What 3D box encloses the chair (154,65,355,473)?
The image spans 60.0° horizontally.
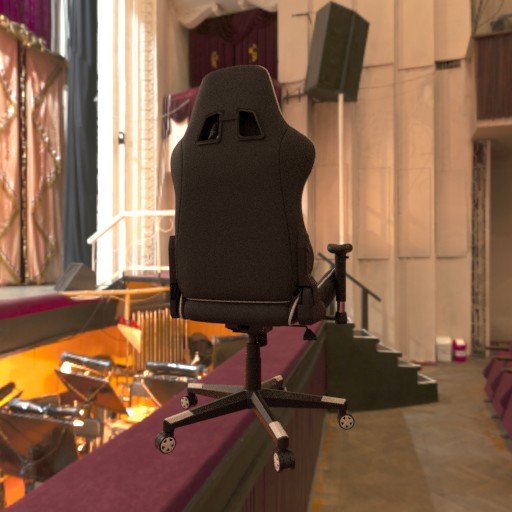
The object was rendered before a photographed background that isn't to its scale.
[{"bbox_3d":[0.000,0.000,1.639,0.700,1.240,0.700,0,0,19],"label":"chair"}]
